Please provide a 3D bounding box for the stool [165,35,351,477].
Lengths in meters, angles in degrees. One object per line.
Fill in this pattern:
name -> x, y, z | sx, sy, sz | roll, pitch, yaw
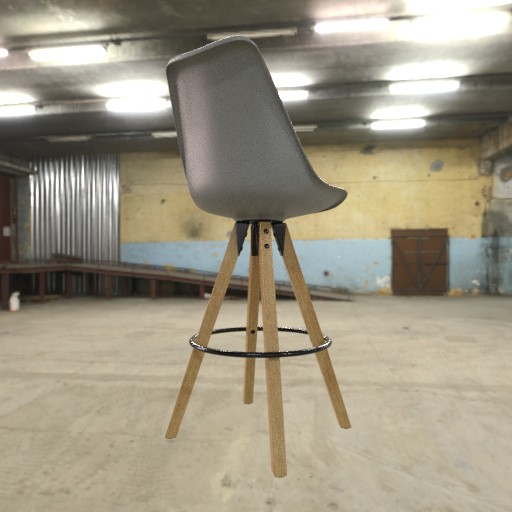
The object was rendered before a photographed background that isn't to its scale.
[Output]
stool -> 0.000, 0.000, 1.392 | 0.485, 1.115, 0.550 | 0, 0, 36
